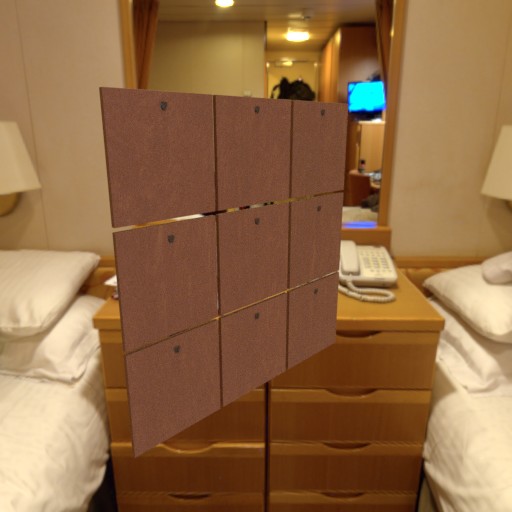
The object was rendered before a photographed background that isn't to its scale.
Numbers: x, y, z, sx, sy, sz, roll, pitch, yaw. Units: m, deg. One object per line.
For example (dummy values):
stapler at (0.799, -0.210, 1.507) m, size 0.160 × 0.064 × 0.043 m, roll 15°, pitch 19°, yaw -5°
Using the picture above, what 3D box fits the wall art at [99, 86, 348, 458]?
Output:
wall art at (0.000, 0.000, 1.353) m, size 0.018 × 0.913 × 0.915 m, roll 15°, pitch 22°, yaw 42°
